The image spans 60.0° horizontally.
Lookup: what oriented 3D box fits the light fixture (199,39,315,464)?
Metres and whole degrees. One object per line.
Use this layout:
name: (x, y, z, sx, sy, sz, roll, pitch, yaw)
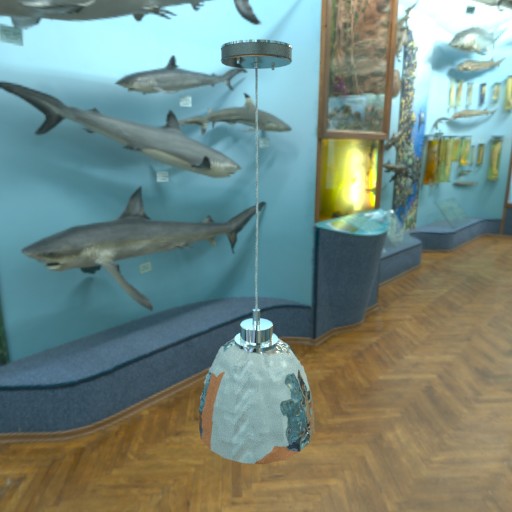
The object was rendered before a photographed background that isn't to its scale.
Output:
light fixture: (0.000, 0.000, 1.744, 0.500, 1.511, 0.496, 13, 19, 42)
